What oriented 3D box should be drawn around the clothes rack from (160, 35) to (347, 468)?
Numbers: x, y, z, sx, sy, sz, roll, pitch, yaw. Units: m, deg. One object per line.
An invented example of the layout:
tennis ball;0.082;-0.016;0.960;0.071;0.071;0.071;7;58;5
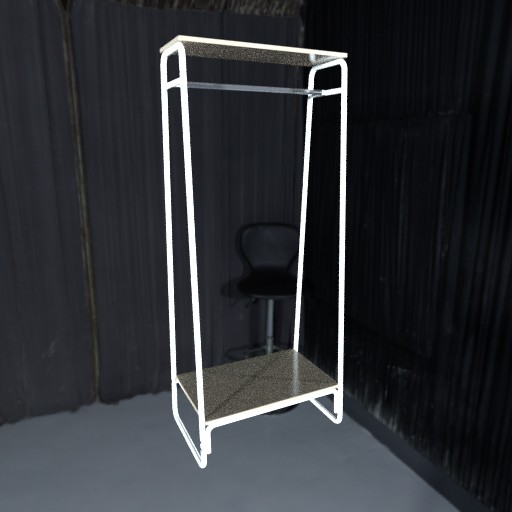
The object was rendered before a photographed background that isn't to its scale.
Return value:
clothes rack;0.000;0.000;1.772;0.640;1.512;0.400;-7;16;-25
